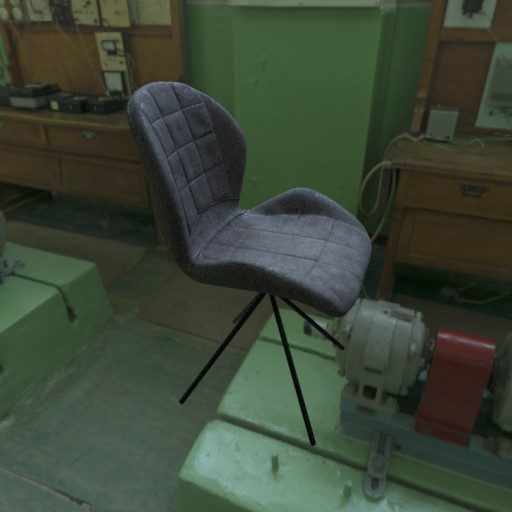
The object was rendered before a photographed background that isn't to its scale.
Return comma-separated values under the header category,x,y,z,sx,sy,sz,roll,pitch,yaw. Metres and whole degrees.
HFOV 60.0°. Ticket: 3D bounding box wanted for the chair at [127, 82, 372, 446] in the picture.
category,x,y,z,sx,sy,sz,roll,pitch,yaw
chair,0.000,0.000,1.313,0.640,0.934,0.527,11,32,18
